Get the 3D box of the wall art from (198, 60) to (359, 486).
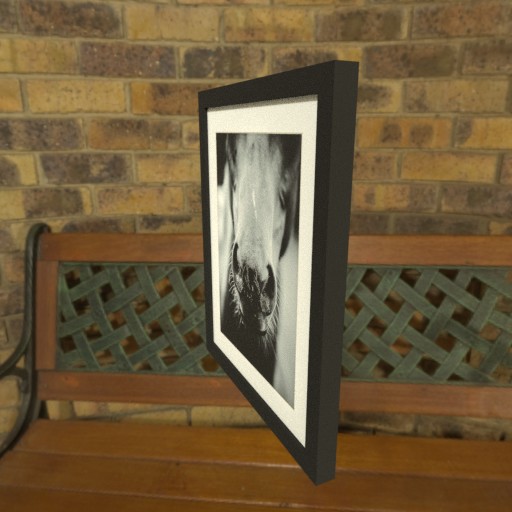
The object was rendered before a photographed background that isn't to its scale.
[{"bbox_3d":[0.000,0.000,0.757,0.033,0.559,0.457,-8,17,-25],"label":"wall art"}]
